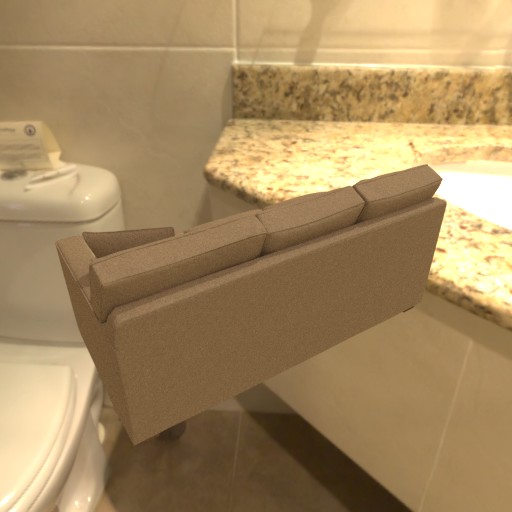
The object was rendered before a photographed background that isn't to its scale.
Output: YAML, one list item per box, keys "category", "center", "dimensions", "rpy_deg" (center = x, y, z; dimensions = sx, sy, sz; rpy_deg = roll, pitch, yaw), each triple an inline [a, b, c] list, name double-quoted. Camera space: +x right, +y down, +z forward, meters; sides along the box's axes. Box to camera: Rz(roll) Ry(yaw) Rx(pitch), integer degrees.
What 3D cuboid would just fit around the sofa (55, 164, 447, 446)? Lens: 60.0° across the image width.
- category: "sofa"
  center: [0.000, 0.000, 2.571]
  dimensions: [1.963, 0.946, 1.034]
  rpy_deg: [-19, 36, -28]
